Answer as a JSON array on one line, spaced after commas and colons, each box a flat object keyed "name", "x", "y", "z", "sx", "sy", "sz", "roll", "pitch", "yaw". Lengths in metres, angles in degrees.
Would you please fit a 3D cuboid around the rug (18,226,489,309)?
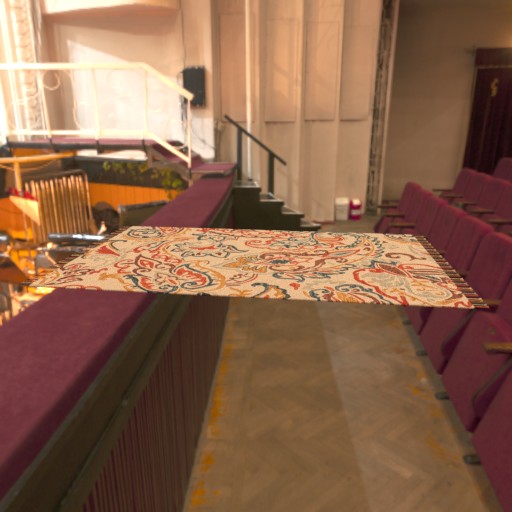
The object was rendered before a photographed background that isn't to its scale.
[{"name": "rug", "x": 0.000, "y": 0.000, "z": 3.118, "sx": 2.584, "sy": 0.010, "sz": 1.523, "roll": 2, "pitch": 17, "yaw": 7}]
